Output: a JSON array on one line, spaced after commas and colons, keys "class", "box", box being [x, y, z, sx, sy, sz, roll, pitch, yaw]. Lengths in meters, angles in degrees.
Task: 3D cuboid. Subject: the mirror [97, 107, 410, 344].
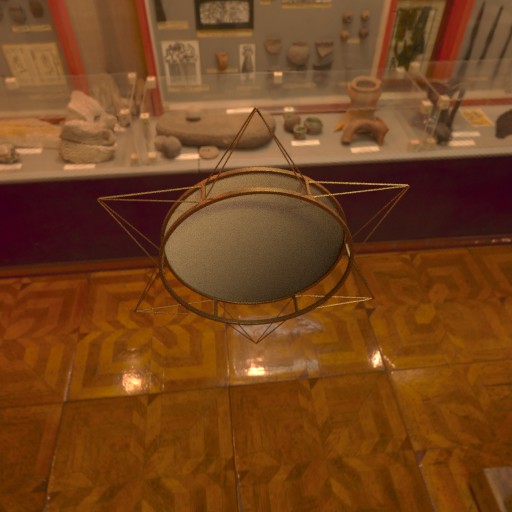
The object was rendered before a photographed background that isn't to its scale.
[{"class": "mirror", "box": [0.000, 0.000, 0.810, 0.498, 0.581, 0.062, -3, 46, -3]}]
